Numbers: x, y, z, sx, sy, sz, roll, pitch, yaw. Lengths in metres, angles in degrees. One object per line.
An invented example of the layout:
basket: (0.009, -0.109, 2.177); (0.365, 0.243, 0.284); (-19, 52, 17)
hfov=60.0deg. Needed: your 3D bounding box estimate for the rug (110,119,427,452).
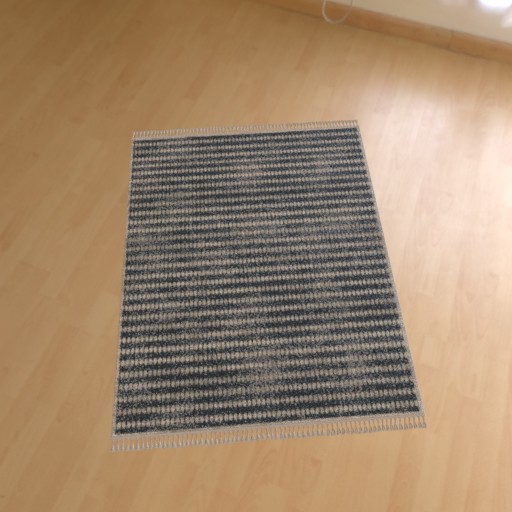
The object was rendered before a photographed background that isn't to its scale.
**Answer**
rug: (0.000, 0.000, 3.770); (2.256, 0.013, 2.910); (-4, 64, -2)
